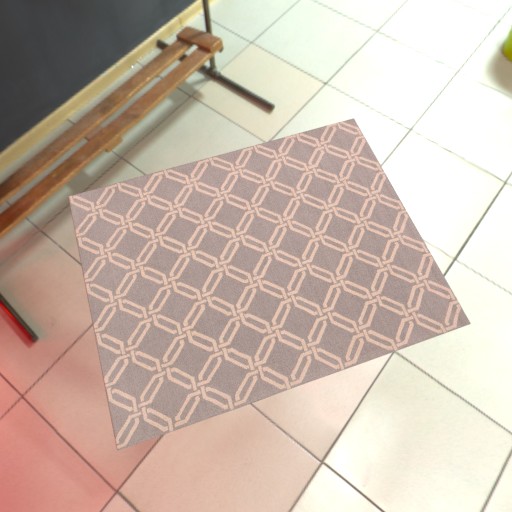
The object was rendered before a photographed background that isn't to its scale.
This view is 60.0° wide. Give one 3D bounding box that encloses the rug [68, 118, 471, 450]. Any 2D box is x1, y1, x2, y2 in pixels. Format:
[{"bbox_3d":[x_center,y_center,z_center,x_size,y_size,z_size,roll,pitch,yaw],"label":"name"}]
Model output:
[{"bbox_3d":[0.000,0.000,3.848,2.895,0.018,2.288,-17,66,-8],"label":"rug"}]
